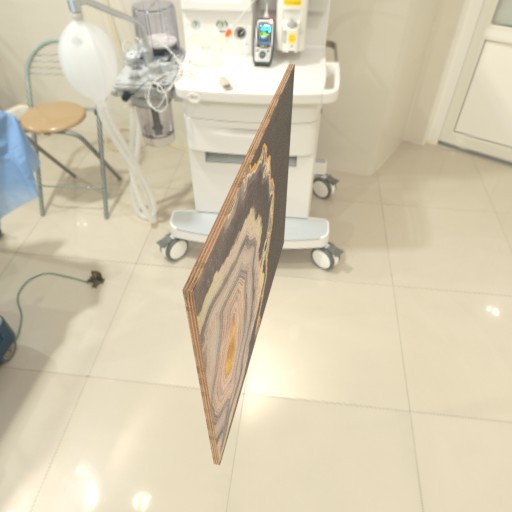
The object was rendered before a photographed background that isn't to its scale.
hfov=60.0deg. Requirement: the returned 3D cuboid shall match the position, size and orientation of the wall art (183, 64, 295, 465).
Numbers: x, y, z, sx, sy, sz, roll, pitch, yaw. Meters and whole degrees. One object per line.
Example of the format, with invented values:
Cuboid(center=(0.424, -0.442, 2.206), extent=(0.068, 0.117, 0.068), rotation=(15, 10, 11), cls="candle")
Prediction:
Cuboid(center=(0.000, 0.000, 0.707), extent=(0.010, 0.408, 0.508), rotation=(10, 46, 10), cls="wall art")
